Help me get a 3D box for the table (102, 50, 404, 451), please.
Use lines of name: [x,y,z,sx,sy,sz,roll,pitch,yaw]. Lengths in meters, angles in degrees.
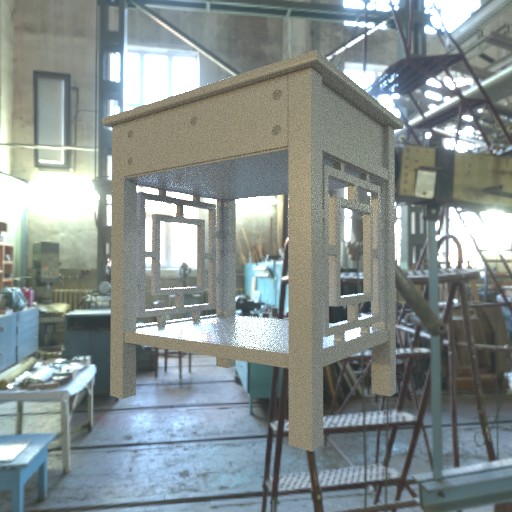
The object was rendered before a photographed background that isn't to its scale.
table: [0.000,0.000,1.046,0.564,0.646,0.451,-1,-2,36]
